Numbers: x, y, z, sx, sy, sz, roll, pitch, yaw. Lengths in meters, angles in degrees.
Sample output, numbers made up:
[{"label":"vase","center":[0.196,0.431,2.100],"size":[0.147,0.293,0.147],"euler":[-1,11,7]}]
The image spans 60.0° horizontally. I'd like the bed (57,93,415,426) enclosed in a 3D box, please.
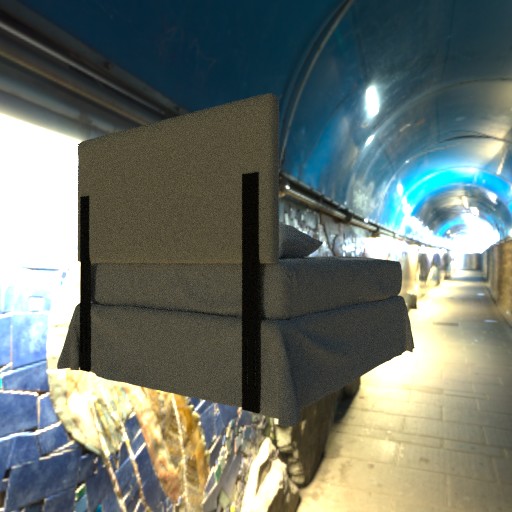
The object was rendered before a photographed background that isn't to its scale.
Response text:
[{"label":"bed","center":[0.000,0.000,3.443],"size":[1.936,1.577,2.222],"euler":[0,-1,35]}]
